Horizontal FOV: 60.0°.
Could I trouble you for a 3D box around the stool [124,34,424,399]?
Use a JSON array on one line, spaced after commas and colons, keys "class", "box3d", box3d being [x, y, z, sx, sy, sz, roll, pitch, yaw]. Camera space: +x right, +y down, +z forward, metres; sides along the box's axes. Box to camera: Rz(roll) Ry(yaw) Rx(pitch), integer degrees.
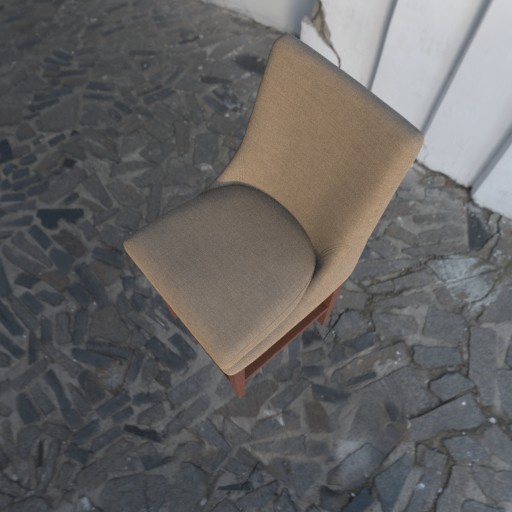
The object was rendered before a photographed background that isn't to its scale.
[{"class": "stool", "box3d": [0.000, 0.000, 1.289, 0.577, 0.981, 0.470, -37, 69, -17]}]
